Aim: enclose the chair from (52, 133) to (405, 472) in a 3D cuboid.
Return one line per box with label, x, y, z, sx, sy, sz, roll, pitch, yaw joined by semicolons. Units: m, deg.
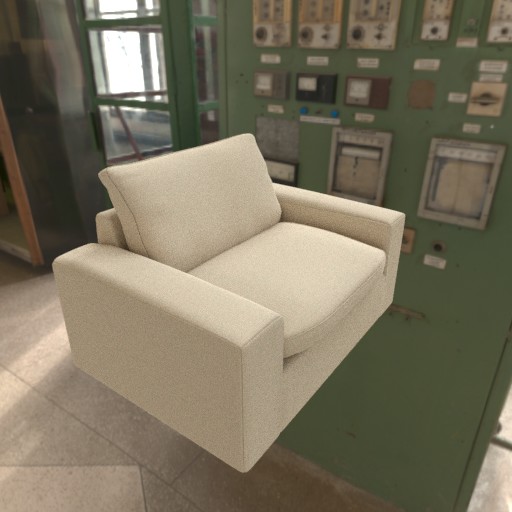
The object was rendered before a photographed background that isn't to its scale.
chair;0.000;0.000;2.066;1.039;0.915;1.398;17;31;32
